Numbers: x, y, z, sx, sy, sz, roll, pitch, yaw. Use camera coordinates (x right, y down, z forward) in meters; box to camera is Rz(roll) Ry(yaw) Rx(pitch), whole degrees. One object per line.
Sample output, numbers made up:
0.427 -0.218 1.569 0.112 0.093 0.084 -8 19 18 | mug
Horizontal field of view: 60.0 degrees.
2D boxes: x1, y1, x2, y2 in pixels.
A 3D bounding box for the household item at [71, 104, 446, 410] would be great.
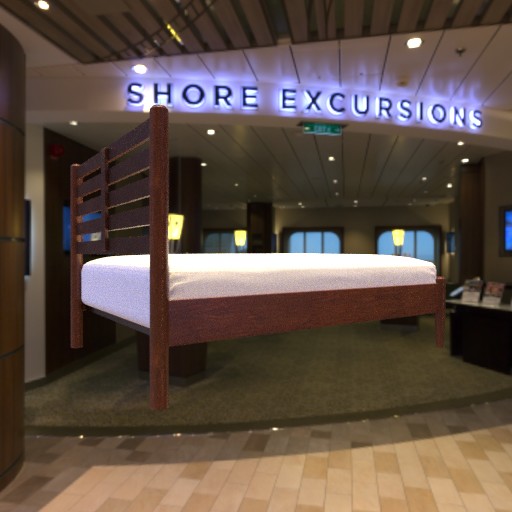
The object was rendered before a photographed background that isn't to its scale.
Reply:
0.000 0.000 3.257 2.232 1.356 1.663 0 0 -35 | household item
